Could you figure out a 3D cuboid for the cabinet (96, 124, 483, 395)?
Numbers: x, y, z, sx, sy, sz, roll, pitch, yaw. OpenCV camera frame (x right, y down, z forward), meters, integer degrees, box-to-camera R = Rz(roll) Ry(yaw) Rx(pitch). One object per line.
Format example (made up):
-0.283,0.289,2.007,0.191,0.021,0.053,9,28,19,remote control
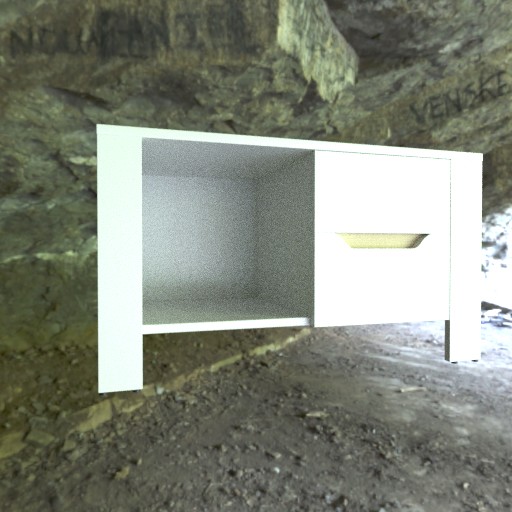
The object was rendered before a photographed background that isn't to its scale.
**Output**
0.000,0.000,1.245,0.800,0.460,0.800,0,1,-17,cabinet
